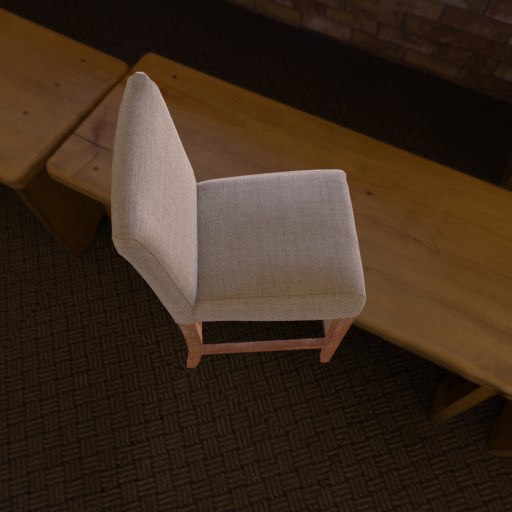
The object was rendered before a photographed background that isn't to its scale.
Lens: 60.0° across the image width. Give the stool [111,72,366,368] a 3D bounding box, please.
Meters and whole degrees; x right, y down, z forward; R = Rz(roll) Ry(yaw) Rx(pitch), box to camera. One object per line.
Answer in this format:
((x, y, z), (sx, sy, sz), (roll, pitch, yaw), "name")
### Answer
((0.000, 0.000, 1.337), (0.567, 1.039, 0.454), (-3, 63, -2), "stool")
